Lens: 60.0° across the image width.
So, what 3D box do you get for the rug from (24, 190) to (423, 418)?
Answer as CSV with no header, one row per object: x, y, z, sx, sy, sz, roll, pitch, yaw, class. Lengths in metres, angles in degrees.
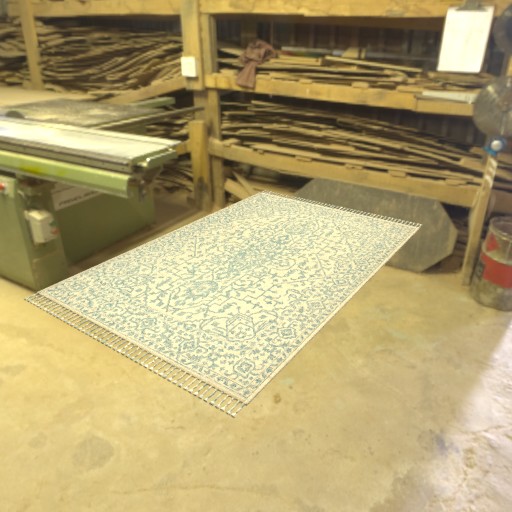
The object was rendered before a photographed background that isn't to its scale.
0.000,0.000,3.025,1.524,0.010,2.438,17,31,31,rug
